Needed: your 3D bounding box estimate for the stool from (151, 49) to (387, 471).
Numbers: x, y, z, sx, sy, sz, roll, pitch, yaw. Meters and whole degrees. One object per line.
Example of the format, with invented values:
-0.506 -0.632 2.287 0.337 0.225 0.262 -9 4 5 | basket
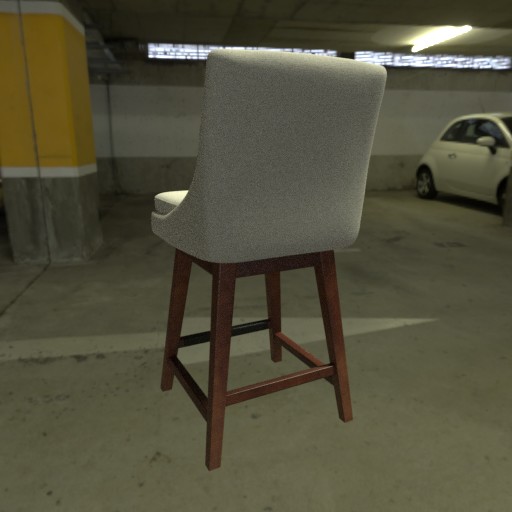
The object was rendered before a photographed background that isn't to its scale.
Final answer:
0.000 0.000 1.274 0.469 0.991 0.559 -7 16 -27 | stool
